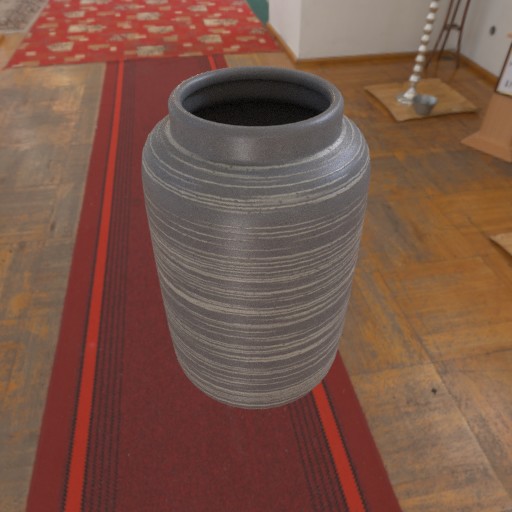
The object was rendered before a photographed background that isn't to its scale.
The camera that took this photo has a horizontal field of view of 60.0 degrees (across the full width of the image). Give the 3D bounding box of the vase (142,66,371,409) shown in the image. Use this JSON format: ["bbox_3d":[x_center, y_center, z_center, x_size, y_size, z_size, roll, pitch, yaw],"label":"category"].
[{"bbox_3d":[0.000,0.000,0.676,0.297,0.499,0.297,0,40,0],"label":"vase"}]
